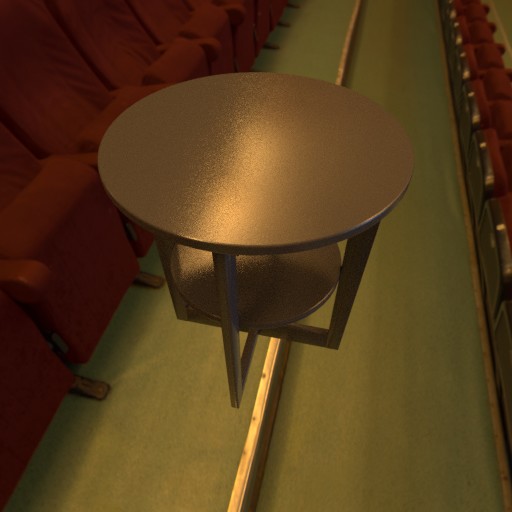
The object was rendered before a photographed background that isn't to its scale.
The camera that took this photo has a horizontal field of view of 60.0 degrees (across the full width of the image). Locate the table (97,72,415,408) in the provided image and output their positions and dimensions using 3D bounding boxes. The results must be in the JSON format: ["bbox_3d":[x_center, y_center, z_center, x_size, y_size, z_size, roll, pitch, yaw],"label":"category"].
[{"bbox_3d":[0.000,0.000,0.916,0.500,0.550,0.500,0,46,0],"label":"table"}]
